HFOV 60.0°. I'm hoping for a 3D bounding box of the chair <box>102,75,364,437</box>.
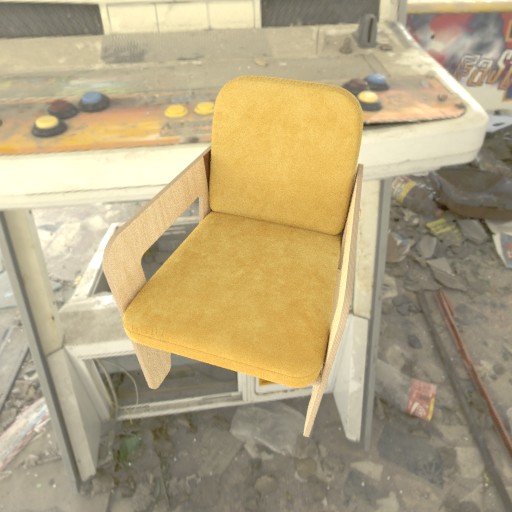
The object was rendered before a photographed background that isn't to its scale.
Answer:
[{"bbox_3d":[0.000,0.000,1.294,0.590,0.800,0.710,12,43,14],"label":"chair"}]
